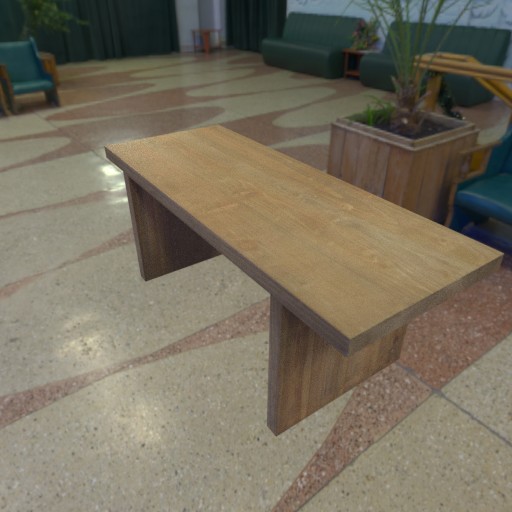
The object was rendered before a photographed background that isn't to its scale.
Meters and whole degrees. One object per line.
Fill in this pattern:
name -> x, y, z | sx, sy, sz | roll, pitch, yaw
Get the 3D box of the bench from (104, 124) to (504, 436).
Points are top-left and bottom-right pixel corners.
bench -> 0.000, 0.000, 1.361 | 0.458, 0.458, 1.183 | -20, 38, -29
